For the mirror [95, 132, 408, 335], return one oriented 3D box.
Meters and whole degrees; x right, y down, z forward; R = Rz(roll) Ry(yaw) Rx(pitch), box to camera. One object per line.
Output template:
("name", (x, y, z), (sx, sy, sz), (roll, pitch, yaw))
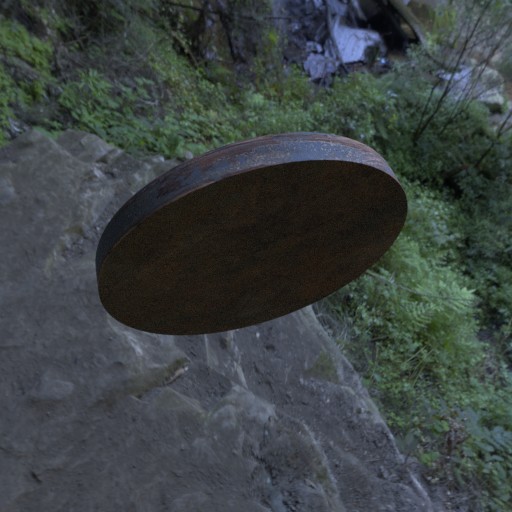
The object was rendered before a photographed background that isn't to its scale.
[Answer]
("mirror", (0.000, 0.000, 0.857), (0.585, 0.585, 0.061), (-15, 62, -8))
